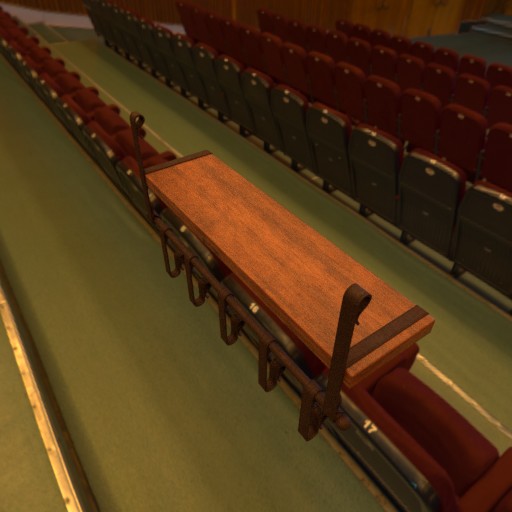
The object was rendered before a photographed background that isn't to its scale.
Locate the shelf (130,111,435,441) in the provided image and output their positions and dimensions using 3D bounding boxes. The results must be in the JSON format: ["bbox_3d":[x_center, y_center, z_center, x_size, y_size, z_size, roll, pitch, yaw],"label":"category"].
[{"bbox_3d":[0.000,0.000,0.712,0.146,0.330,0.567,-25,46,-26],"label":"shelf"}]
